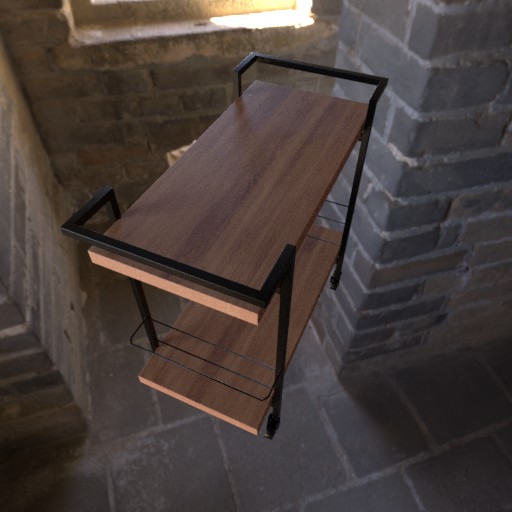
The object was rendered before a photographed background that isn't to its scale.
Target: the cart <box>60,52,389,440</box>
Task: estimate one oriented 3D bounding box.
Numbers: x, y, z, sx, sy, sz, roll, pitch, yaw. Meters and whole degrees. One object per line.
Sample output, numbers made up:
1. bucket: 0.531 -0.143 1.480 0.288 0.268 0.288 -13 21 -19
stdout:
1. cart: 0.000 0.000 1.251 0.406 0.762 0.806 18 50 16
